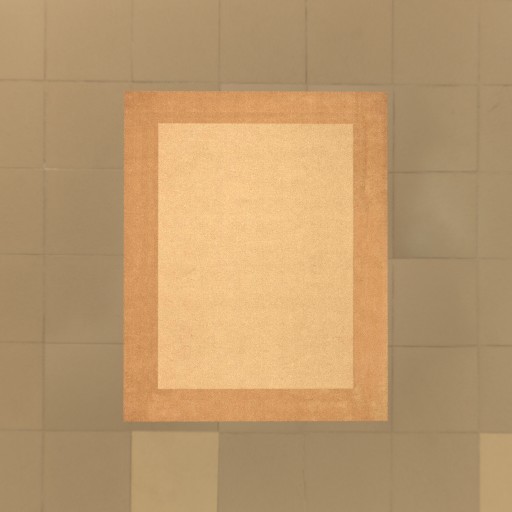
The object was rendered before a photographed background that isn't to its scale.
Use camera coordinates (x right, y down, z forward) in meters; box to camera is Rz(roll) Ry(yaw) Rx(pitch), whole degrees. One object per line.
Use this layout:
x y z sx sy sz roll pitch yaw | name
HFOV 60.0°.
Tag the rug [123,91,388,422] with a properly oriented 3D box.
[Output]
0.000 0.000 4.093 2.438 0.014 3.048 0 90 0 | rug
